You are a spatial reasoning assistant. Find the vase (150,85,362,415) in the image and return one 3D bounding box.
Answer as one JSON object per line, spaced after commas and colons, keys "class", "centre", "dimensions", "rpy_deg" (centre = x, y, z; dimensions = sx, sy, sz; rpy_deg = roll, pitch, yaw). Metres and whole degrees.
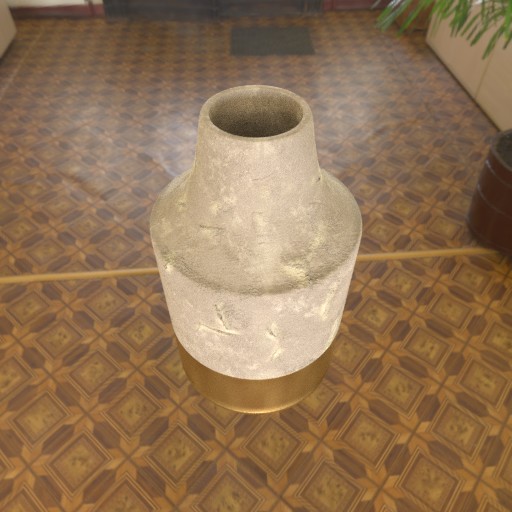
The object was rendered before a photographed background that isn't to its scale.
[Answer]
{"class": "vase", "centre": [0.000, 0.000, 0.426], "dimensions": [0.184, 0.305, 0.184], "rpy_deg": [0, 47, 0]}
